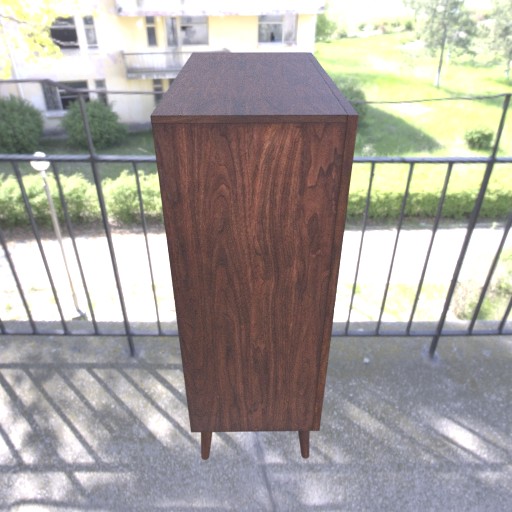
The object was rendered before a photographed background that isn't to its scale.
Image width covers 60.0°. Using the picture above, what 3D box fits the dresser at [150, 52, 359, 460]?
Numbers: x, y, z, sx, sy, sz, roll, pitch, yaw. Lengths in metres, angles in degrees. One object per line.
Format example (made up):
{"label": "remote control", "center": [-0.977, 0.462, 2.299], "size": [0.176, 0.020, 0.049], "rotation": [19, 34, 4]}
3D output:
{"label": "dresser", "center": [0.000, 0.000, 1.776], "size": [0.498, 1.365, 0.919], "rotation": [0, 33, -1]}
